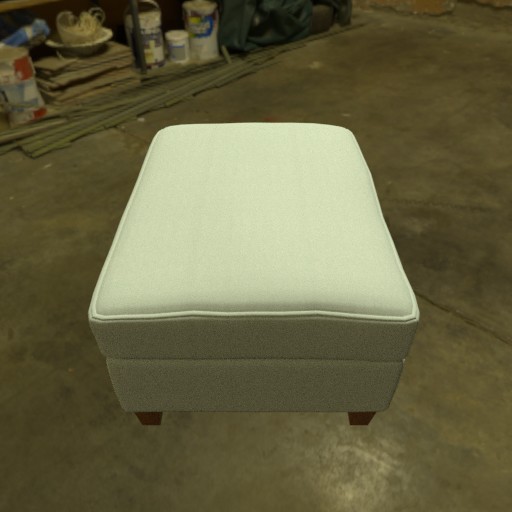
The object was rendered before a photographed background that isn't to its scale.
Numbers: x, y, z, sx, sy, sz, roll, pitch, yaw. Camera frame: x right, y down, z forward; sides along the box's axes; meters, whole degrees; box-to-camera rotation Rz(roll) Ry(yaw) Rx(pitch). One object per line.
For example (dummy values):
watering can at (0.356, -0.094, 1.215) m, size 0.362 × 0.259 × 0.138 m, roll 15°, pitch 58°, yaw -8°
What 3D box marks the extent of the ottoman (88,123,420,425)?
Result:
ottoman at (0.000, 0.000, 1.224) m, size 0.634 × 0.496 × 0.818 m, roll 0°, pitch 41°, yaw 0°
